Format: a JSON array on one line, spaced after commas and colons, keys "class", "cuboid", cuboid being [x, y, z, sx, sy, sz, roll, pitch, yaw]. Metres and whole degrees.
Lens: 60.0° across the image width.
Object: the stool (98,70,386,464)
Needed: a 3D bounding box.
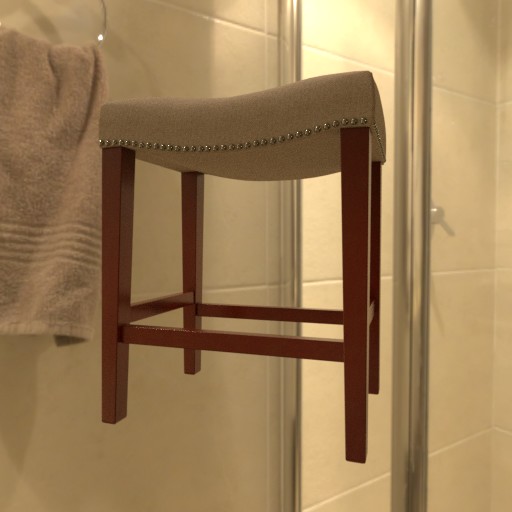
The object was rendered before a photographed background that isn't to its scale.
[{"class": "stool", "cuboid": [0.000, 0.000, 0.928, 0.509, 0.632, 0.375, 1, 2, 19]}]
